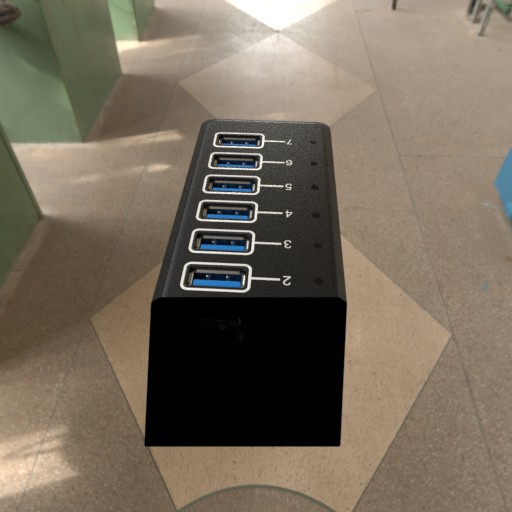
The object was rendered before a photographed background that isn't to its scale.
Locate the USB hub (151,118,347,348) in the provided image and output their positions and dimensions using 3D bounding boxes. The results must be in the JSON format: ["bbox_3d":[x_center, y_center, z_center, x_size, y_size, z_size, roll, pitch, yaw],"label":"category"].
[{"bbox_3d":[0.000,0.000,0.124,0.044,0.023,0.110,3,47,3],"label":"USB hub"}]
